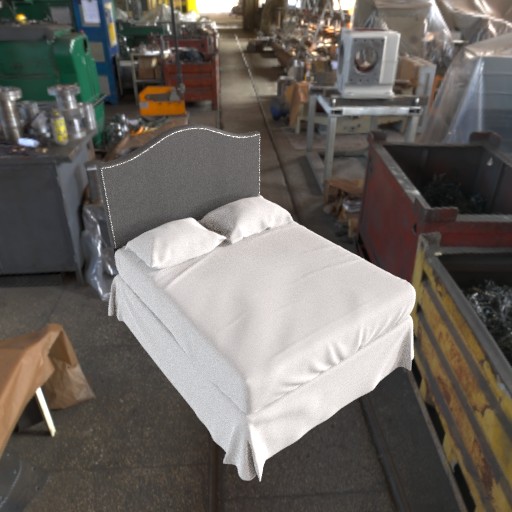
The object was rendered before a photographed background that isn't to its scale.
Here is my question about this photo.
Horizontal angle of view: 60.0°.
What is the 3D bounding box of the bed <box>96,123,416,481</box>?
[{"bbox_3d":[0.000,0.000,3.509,1.876,1.645,2.221,-21,37,-31],"label":"bed"}]
